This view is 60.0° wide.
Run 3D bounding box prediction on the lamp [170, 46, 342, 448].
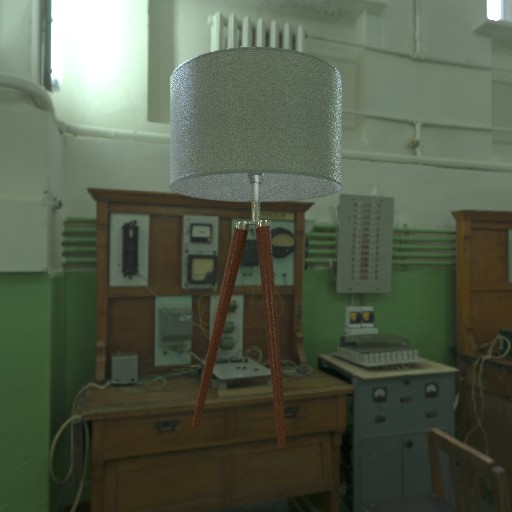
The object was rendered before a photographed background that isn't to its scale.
[{"bbox_3d":[0.000,0.000,0.927,0.355,0.709,0.354,0,-1,-18],"label":"lamp"}]
